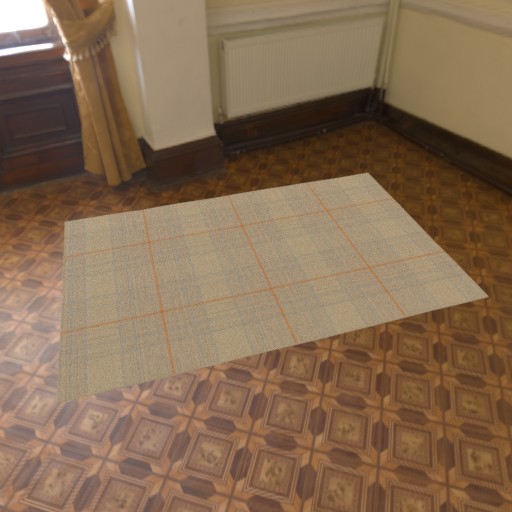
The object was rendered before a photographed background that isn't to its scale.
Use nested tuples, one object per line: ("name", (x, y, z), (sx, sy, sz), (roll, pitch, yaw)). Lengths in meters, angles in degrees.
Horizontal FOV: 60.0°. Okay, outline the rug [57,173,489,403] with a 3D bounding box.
("rug", (0.000, 0.000, 2.931), (2.442, 0.016, 1.527), (-11, 42, -13))
